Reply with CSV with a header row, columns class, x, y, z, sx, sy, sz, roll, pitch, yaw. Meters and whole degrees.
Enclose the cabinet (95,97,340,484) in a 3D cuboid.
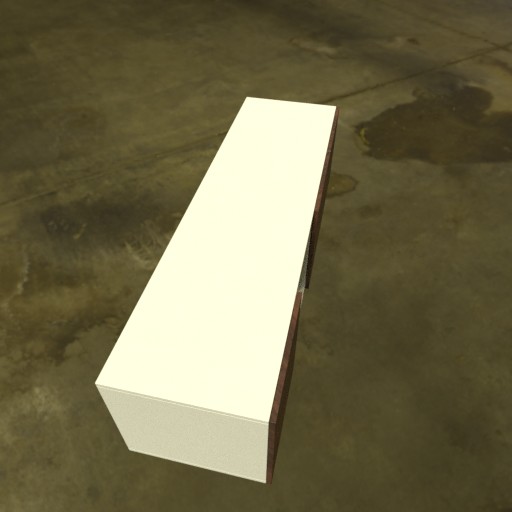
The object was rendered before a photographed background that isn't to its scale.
class,x,y,z,sx,sy,sz,roll,pitch,yaw
cabinet,0.000,0.000,1.705,0.431,0.533,1.499,9,46,9
